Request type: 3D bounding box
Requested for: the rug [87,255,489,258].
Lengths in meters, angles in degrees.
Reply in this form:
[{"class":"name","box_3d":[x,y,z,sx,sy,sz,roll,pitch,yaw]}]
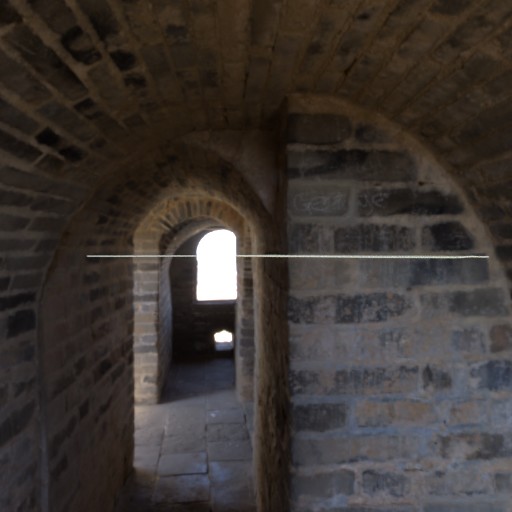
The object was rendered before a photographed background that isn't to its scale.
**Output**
[{"class":"rug","box_3d":[0.000,0.000,2.566,2.340,0.013,0.686,0,0,37]}]
